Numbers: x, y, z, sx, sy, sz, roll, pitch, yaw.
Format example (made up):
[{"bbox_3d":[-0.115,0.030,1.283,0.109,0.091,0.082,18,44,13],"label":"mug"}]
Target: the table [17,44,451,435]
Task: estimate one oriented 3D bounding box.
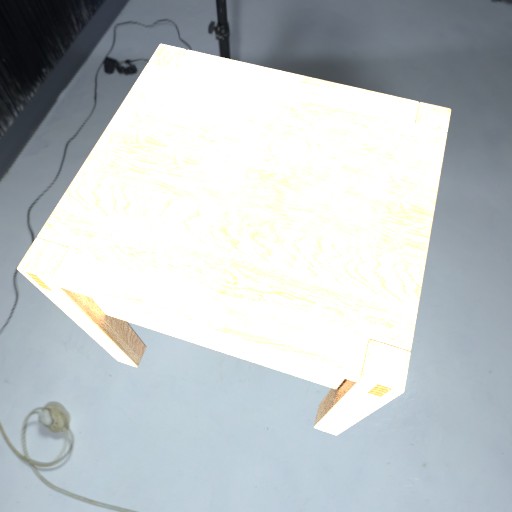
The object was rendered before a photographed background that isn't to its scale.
[{"bbox_3d":[0.000,0.000,0.808,0.480,0.450,0.440,16,64,8],"label":"table"}]
